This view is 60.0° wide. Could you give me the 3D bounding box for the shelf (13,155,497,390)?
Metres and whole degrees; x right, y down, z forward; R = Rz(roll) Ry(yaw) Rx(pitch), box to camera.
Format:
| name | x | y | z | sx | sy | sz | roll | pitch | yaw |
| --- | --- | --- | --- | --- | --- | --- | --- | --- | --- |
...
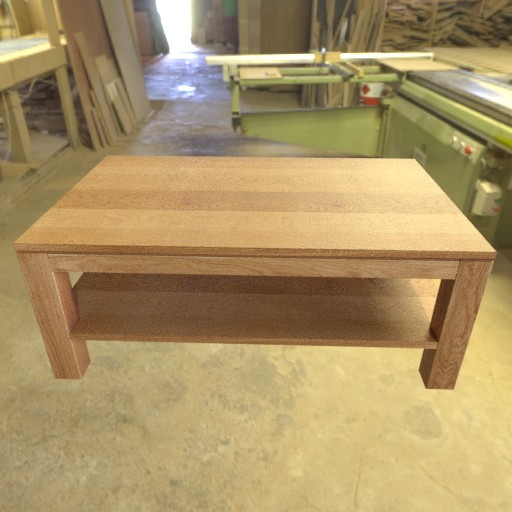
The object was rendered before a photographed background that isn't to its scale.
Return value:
| name | x | y | z | sx | sy | sz | roll | pitch | yaw |
| --- | --- | --- | --- | --- | --- | --- | --- | --- | --- |
| shelf | 0.000 | 0.000 | 1.466 | 1.150 | 0.450 | 0.700 | 1 | 30 | 2 |
